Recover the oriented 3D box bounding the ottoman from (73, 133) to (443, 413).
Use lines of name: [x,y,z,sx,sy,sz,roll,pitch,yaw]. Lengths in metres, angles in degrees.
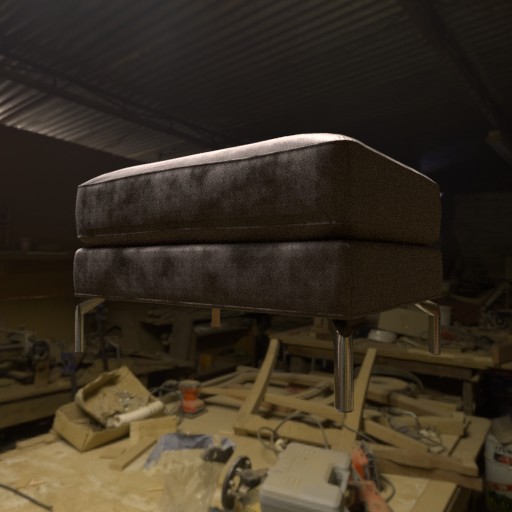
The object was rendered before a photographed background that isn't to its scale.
ottoman: [0.000,0.000,1.045,0.719,0.456,0.520,0,-1,37]
